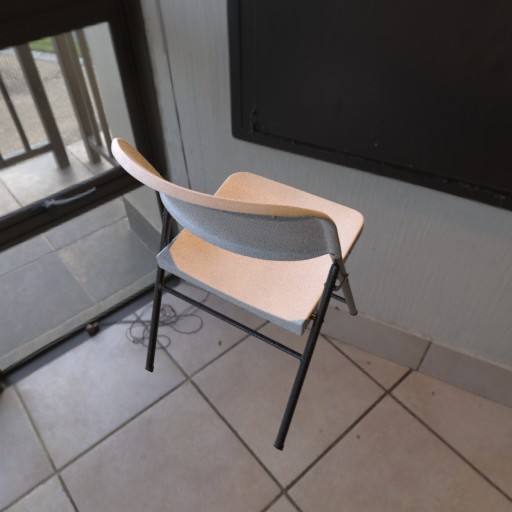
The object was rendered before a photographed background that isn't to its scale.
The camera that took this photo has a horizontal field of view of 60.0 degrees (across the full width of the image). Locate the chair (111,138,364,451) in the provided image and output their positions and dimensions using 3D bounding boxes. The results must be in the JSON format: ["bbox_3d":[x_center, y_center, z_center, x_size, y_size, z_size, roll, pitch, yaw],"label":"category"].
[{"bbox_3d":[0.000,0.000,1.172,0.494,0.810,0.566,23,50,21],"label":"chair"}]
